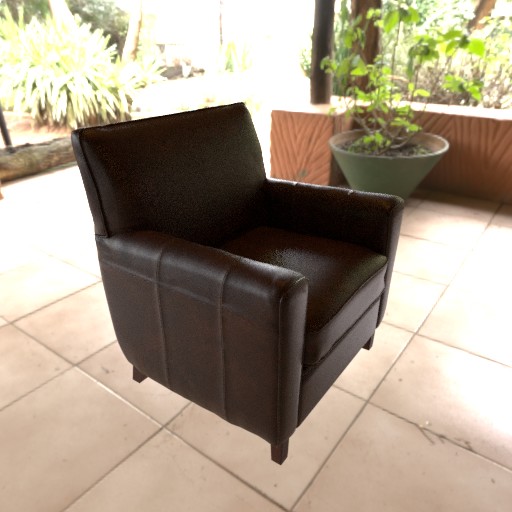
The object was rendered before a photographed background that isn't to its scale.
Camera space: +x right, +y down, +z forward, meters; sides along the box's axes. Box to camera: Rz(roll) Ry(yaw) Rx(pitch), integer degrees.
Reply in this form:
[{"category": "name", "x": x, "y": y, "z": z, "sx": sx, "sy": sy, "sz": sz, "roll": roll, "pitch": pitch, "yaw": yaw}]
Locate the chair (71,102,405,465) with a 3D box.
[{"category": "chair", "x": 0.000, "y": 0.000, "z": 1.607, "sx": 0.823, "sy": 0.943, "sz": 0.870, "roll": 17, "pitch": 31, "yaw": 31}]
